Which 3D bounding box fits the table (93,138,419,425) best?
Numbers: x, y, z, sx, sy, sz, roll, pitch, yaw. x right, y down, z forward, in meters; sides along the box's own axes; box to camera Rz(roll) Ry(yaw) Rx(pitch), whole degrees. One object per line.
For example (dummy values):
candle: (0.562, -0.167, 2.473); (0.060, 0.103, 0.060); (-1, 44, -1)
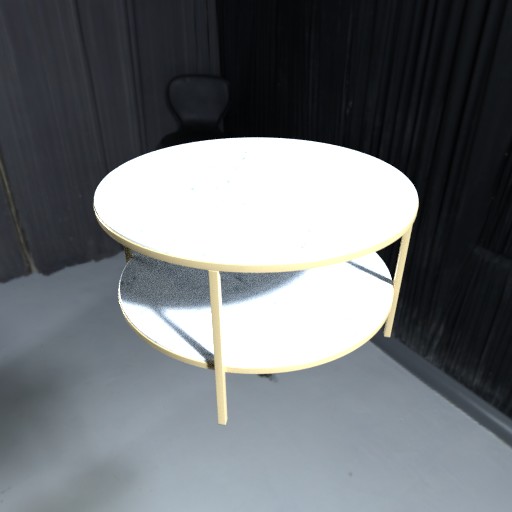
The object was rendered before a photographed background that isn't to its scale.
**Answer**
table: (0.000, 0.000, 1.254); (0.800, 0.450, 0.800); (0, 31, 0)
